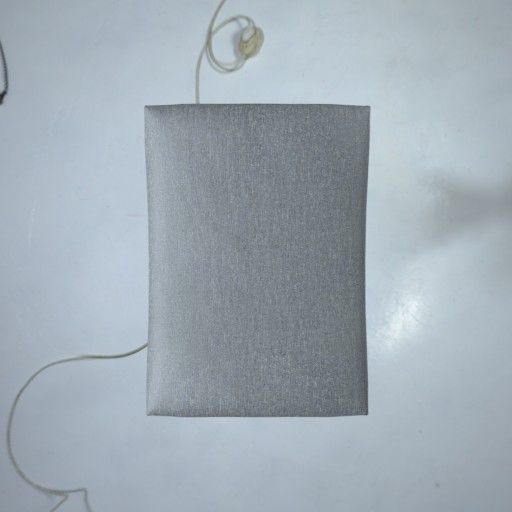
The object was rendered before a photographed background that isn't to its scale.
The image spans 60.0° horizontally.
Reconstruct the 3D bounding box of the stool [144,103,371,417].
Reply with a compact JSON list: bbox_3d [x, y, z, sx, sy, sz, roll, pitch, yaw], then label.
[{"bbox_3d":[0.000,0.000,0.863,0.320,0.612,0.439,0,92,0],"label":"stool"}]
